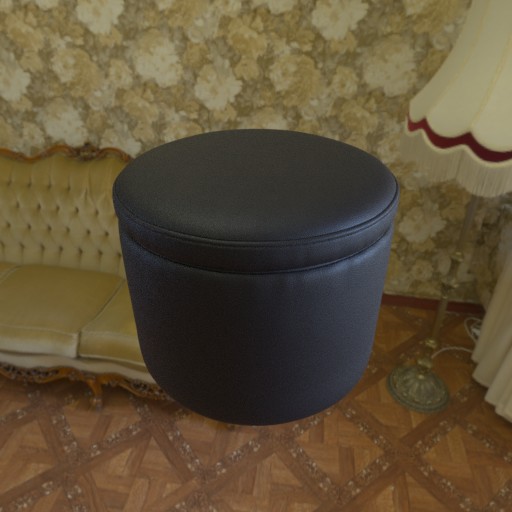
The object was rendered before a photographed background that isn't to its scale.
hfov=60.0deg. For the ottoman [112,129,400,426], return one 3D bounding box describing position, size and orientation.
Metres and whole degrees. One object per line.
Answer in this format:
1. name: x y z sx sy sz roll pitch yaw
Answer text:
1. ottoman: 0.000 0.000 0.883 0.501 0.409 0.501 0 31 0
